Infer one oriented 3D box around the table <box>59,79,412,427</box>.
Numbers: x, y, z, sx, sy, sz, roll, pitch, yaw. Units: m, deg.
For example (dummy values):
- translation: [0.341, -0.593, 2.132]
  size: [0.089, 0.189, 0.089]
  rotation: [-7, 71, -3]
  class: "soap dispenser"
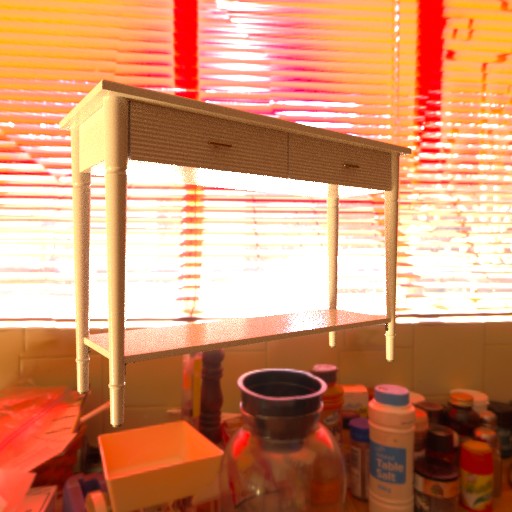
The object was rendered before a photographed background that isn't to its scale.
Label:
- translation: [0.000, 0.000, 1.390]
  size: [1.067, 0.749, 0.381]
  rotation: [-1, 1, -36]
  class: "table"
